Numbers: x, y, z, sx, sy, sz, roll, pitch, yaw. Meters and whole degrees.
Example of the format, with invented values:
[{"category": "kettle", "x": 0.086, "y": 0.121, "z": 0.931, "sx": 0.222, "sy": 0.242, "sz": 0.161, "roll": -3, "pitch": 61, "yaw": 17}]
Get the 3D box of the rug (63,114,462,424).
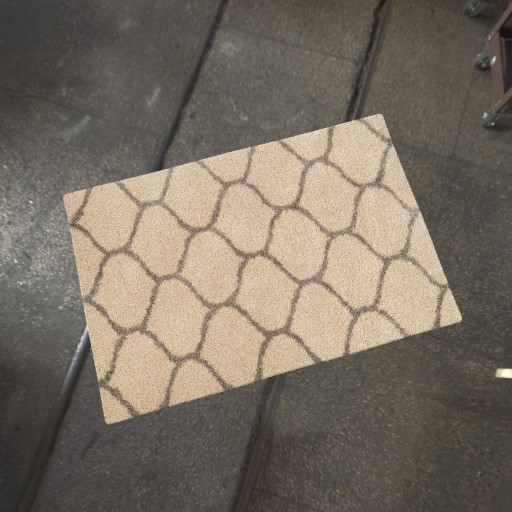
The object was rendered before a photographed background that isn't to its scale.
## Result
[{"category": "rug", "x": 0.000, "y": 0.000, "z": 3.425, "sx": 2.701, "sy": 0.026, "sz": 1.801, "roll": -15, "pitch": 76, "yaw": -4}]
